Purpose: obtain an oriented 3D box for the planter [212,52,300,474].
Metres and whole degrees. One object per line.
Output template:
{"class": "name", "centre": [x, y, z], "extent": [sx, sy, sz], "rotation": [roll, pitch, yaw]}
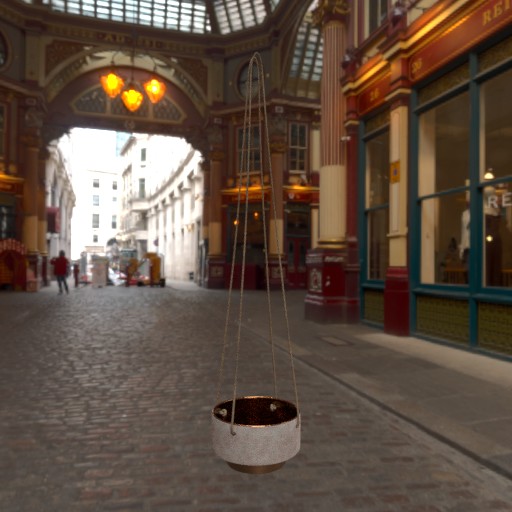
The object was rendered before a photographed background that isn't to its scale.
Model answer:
{"class": "planter", "centre": [0.000, 0.000, 1.124], "extent": [0.223, 1.030, 0.223], "rotation": [0, 0, -17]}
